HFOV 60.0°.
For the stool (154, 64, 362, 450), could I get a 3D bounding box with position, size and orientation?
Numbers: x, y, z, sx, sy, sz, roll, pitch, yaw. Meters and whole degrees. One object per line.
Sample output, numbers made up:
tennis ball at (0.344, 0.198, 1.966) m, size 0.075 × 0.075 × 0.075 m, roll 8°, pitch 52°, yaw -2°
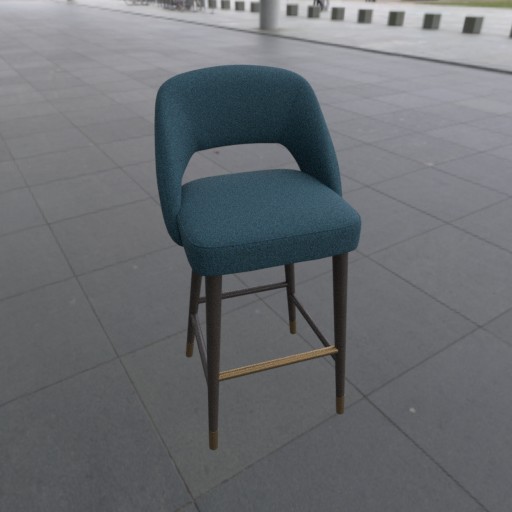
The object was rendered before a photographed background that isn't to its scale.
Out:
stool at (0.000, 0.000, 1.373) m, size 0.536 × 1.032 × 0.522 m, roll -10°, pitch 33°, yaw -15°
